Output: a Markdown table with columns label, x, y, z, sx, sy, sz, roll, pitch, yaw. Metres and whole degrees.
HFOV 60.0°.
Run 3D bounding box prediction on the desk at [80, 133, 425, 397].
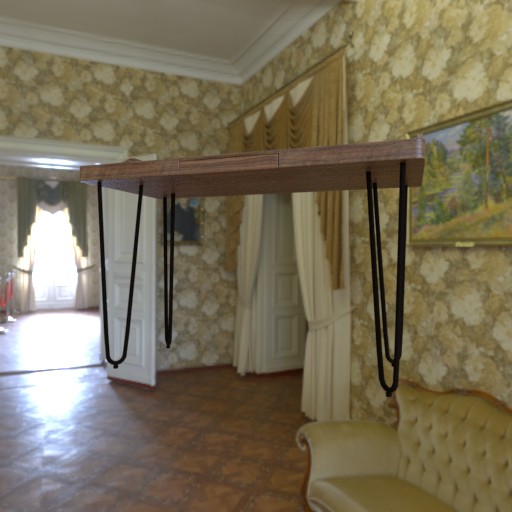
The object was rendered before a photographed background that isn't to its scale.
| label | x | y | z | sx | sy | sz | roll | pitch | yaw |
| --- | --- | --- | --- | --- | --- | --- | --- | --- | --- |
| desk | 0.000 | 0.000 | 1.699 | 1.200 | 0.854 | 0.565 | 0 | 0 | 20 |
